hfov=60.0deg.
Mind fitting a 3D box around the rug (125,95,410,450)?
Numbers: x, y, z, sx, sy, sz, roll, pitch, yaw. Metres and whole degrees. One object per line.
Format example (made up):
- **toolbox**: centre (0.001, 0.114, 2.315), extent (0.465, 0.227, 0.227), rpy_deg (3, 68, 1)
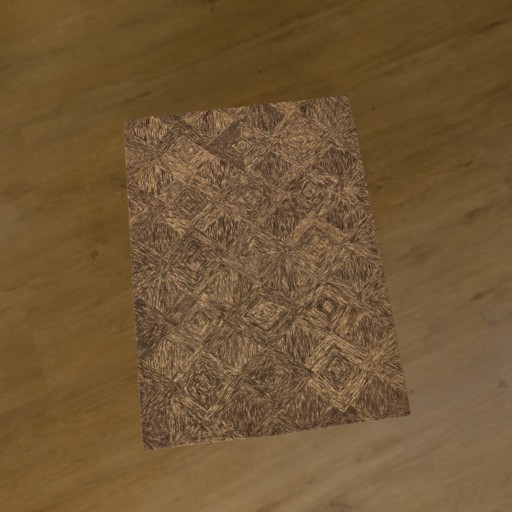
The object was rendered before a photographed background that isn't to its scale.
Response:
- **rug**: centre (0.000, 0.000, 5.365), extent (2.997, 0.020, 4.093), rpy_deg (-7, 76, -2)
